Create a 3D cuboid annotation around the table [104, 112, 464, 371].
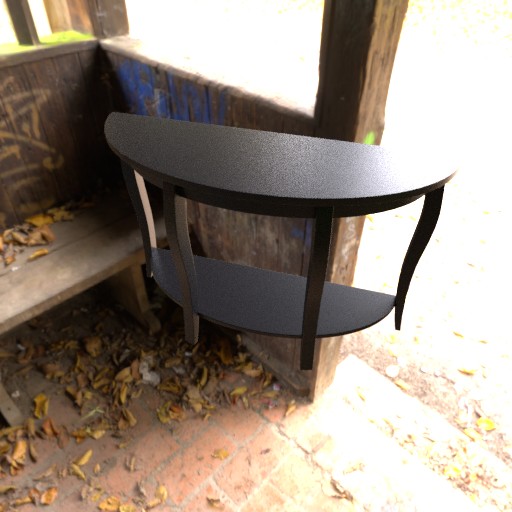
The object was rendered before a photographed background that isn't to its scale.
[{"bbox_3d":[0.000,0.000,1.609,1.219,0.780,0.394,11,41,13],"label":"table"}]
